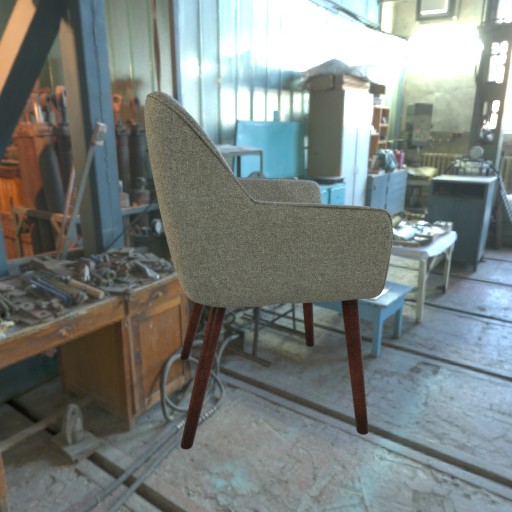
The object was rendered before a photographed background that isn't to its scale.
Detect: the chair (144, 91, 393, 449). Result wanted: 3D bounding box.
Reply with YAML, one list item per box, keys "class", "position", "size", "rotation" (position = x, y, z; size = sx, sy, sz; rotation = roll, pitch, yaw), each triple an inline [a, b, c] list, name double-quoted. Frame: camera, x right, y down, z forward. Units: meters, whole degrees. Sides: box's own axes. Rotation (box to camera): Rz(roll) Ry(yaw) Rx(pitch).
- class: "chair"
  position: [0.000, 0.000, 1.186]
  size: [0.519, 0.803, 0.543]
  rotation: [-3, 16, -9]
